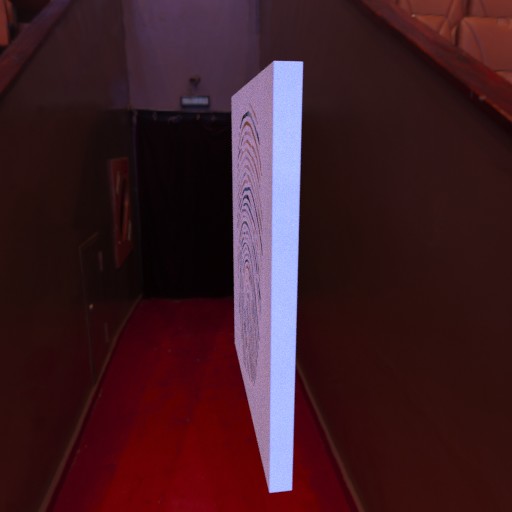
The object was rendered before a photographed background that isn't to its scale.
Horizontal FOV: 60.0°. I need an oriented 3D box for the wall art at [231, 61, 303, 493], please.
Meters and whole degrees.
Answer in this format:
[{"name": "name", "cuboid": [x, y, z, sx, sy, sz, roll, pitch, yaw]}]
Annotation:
[{"name": "wall art", "cuboid": [0.000, 0.000, 0.837, 0.037, 0.606, 0.508, -2, 15, -8]}]
